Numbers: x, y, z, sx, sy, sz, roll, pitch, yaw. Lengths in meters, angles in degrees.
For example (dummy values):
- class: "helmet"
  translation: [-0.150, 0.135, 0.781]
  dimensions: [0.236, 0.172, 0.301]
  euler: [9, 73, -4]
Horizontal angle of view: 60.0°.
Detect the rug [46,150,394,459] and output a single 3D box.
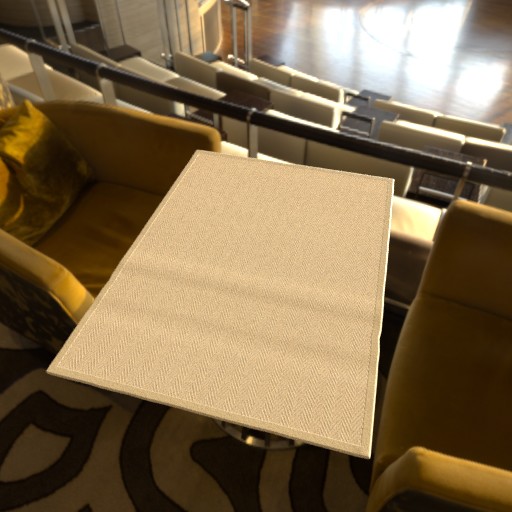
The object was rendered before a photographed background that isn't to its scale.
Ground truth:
- class: "rug"
  translation: [0.000, 0.000, 4.764]
  dimensions: [2.734, 0.037, 3.659]
  euler: [11, 46, 11]
